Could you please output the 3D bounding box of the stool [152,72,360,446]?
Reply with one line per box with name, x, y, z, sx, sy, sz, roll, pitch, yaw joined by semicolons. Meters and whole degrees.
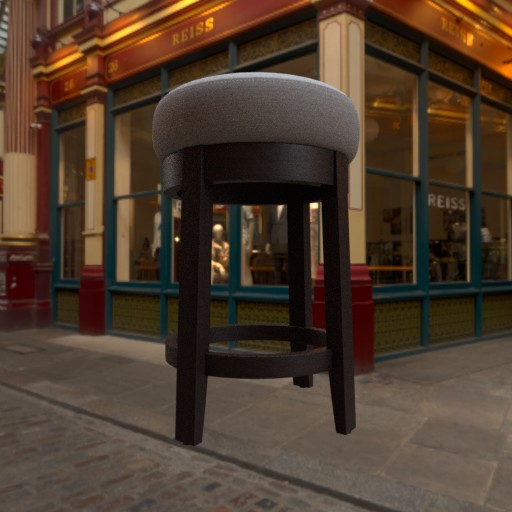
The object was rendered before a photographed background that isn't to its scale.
stool;0.000;0.000;0.968;0.443;0.672;0.443;0;0;0
